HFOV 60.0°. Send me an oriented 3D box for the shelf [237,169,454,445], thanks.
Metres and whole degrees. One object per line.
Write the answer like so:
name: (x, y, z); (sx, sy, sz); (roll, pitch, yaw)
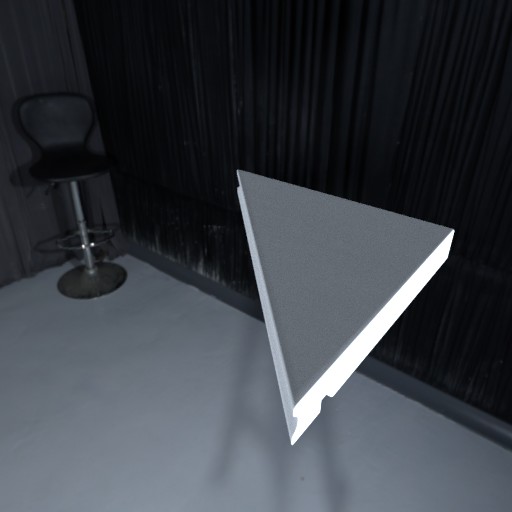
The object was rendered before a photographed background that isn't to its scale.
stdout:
shelf: (0.000, 0.000, 0.450); (0.296, 0.035, 0.296); (22, 37, 32)
